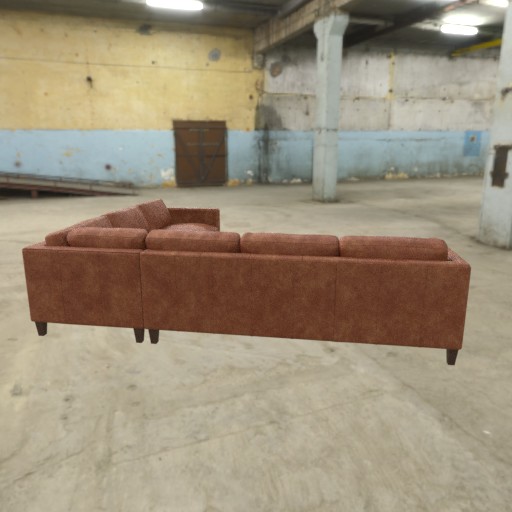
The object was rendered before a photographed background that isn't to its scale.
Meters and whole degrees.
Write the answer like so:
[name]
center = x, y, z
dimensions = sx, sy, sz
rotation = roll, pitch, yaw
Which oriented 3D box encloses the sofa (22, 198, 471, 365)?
[sofa]
center = 0.000, 0.000, 4.250
dimensions = 3.167, 0.838, 2.438
rotation = 2, 14, 9
